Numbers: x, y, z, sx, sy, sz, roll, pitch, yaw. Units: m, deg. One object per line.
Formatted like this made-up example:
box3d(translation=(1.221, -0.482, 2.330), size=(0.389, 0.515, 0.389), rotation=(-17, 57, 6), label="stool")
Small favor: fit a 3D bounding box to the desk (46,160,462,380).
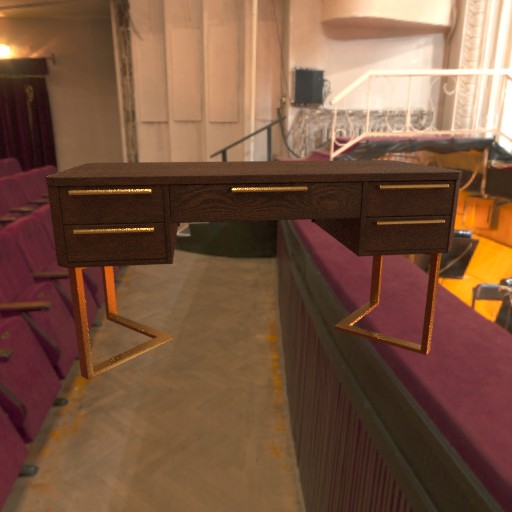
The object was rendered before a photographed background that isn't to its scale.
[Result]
box3d(translation=(0.000, 0.000, 1.931), size=(1.479, 0.762, 0.684), rotation=(-2, 16, -8), label="desk")
